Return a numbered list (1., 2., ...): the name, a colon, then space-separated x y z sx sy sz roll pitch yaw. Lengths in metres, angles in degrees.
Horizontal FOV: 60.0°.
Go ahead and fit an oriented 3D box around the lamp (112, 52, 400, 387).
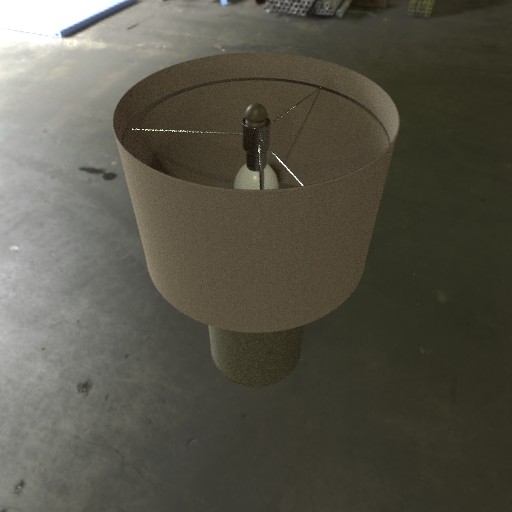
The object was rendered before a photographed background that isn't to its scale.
1. lamp: 0.000 0.000 0.672 0.318 0.486 0.318 0 45 0
